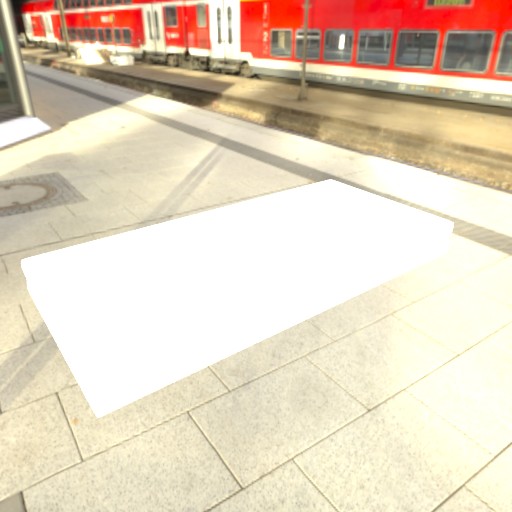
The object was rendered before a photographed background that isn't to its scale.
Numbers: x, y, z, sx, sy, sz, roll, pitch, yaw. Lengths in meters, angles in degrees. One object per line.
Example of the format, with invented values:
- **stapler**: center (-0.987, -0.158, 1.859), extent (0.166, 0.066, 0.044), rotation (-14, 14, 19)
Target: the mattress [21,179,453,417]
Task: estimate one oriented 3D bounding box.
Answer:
- **mattress**: center (0.000, 0.000, 2.154), extent (1.900, 0.200, 0.900), rotation (-19, 33, -32)
